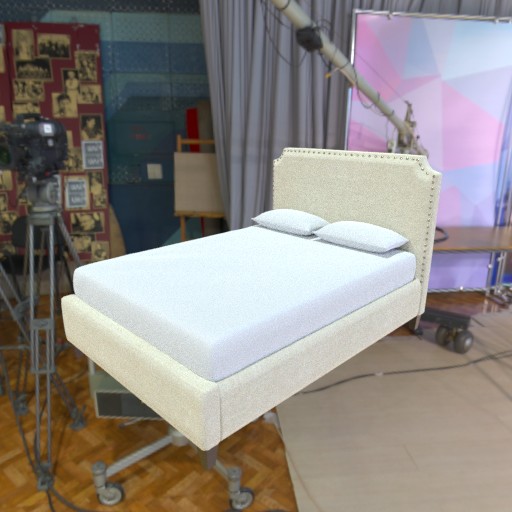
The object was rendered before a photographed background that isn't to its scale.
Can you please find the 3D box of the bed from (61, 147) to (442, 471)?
[{"bbox_3d":[0.000,0.000,3.394,2.381,1.457,1.713,-16,24,-42],"label":"bed"}]
